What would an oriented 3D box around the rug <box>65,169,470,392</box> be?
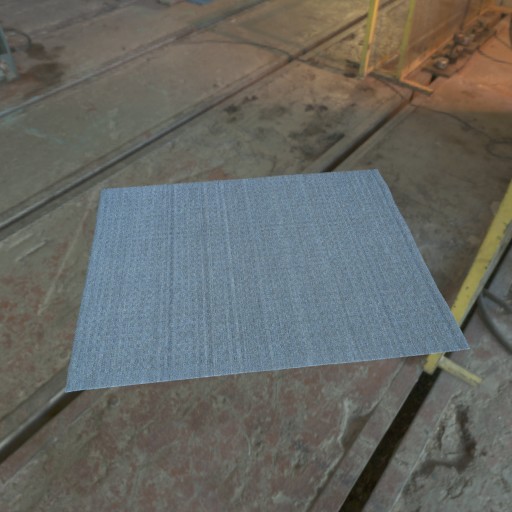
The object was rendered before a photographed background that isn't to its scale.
[{"bbox_3d":[0.000,0.000,4.277,3.200,0.007,2.443,-5,48,-5],"label":"rug"}]
